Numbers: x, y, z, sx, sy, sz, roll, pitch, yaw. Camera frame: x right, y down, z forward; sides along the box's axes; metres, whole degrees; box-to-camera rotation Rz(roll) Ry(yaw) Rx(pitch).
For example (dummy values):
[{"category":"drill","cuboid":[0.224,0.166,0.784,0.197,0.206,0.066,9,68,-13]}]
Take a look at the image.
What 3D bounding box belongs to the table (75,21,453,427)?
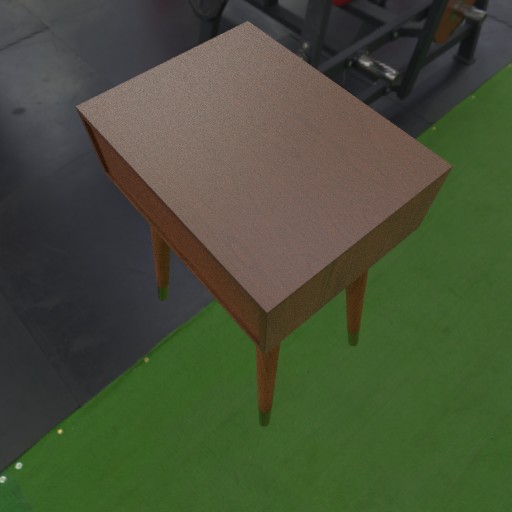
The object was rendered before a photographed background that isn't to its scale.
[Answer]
[{"category":"table","cuboid":[0.000,0.000,0.812,0.300,0.599,0.406,-36,66,-19]}]
